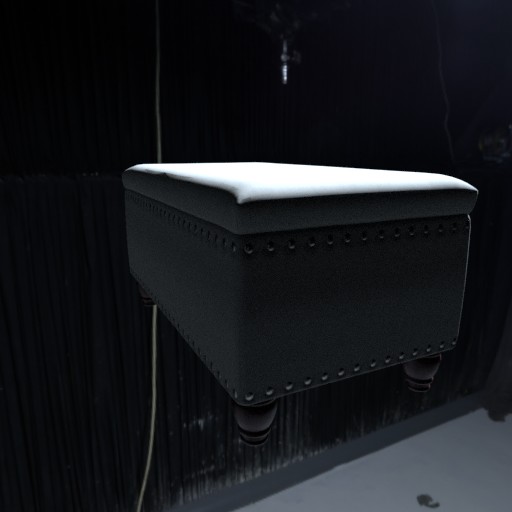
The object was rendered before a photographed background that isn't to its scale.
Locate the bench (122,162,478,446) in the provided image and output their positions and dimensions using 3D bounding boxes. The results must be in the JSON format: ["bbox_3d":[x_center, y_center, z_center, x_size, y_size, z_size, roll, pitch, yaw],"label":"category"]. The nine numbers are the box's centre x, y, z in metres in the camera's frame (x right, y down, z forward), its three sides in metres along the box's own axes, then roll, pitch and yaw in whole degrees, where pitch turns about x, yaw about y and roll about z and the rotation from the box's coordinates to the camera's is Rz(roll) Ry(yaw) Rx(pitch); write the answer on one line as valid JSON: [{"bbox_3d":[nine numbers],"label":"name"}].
[{"bbox_3d":[0.000,0.000,1.151,0.500,0.449,0.887,-7,15,-26],"label":"bench"}]
